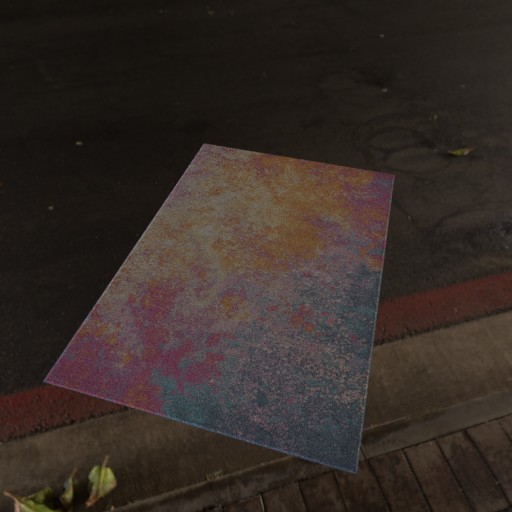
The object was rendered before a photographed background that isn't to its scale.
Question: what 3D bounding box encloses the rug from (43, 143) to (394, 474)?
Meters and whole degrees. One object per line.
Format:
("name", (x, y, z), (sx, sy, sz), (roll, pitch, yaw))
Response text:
("rug", (0.000, 0.000, 3.606), (2.007, 0.013, 2.896), (12, 48, 11))
